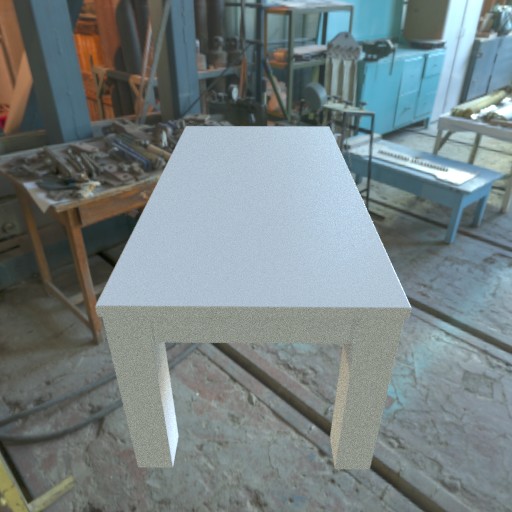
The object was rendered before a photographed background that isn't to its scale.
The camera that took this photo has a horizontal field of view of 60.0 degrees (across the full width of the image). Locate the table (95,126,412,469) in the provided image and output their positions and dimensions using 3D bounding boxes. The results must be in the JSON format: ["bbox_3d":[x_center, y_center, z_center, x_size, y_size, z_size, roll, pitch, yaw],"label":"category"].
[{"bbox_3d":[0.000,0.000,2.229,0.900,0.790,1.800,0,32,0],"label":"table"}]
